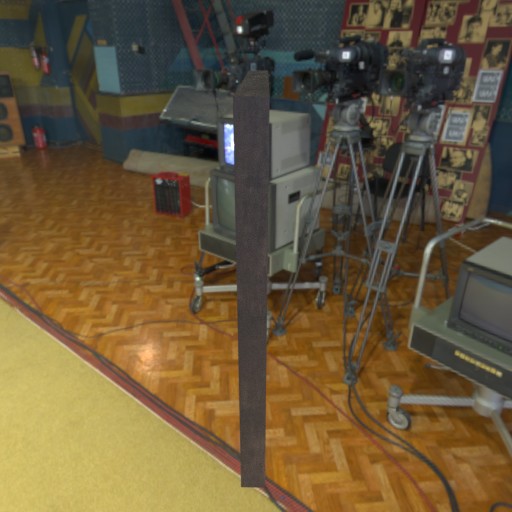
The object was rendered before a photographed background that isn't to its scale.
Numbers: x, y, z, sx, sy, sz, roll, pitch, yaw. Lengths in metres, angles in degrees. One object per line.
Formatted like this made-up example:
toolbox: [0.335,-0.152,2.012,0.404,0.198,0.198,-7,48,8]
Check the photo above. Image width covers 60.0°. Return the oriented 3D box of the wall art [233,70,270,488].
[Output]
wall art: [0.000,0.000,0.547,0.027,0.406,0.329,0,26,1]
